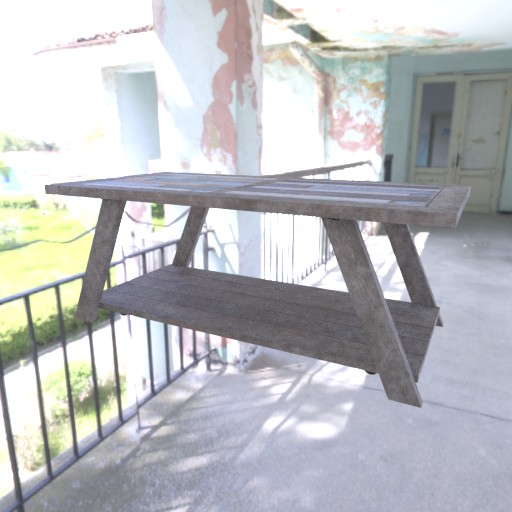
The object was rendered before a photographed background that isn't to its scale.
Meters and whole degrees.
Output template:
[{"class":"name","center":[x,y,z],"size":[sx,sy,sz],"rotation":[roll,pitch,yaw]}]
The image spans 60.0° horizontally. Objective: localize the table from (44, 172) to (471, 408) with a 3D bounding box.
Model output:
[{"class":"table","center":[0.000,0.000,1.476],"size":[1.219,0.470,0.610],"rotation":[8,17,26]}]
